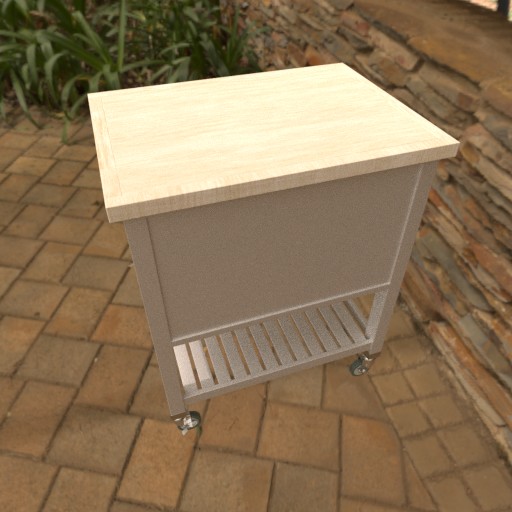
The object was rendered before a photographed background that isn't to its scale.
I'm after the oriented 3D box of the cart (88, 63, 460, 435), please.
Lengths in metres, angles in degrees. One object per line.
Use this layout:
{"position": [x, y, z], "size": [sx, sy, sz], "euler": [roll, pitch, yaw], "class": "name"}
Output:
{"position": [0.000, 0.000, 1.386], "size": [0.762, 0.914, 0.559], "euler": [-13, 43, -14], "class": "cart"}
